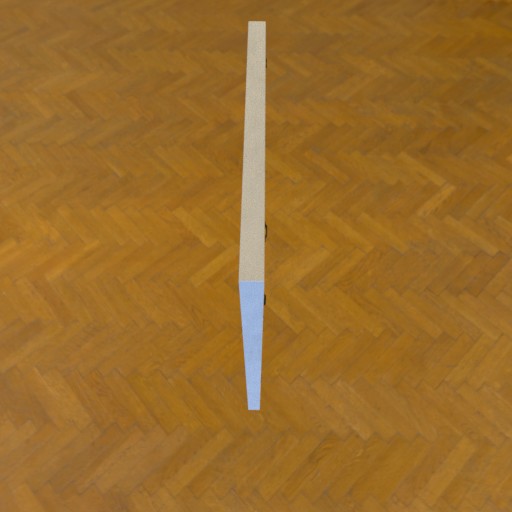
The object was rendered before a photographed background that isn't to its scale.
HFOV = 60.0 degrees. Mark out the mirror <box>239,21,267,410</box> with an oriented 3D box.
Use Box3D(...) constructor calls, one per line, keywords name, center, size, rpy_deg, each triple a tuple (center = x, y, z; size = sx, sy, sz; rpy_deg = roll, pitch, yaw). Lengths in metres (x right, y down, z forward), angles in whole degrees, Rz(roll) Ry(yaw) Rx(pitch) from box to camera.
Box3D(name="mirror", center=(0.000, 0.000, 1.173), size=(0.041, 0.915, 0.609), rpy_deg=(1, 60, 0))
